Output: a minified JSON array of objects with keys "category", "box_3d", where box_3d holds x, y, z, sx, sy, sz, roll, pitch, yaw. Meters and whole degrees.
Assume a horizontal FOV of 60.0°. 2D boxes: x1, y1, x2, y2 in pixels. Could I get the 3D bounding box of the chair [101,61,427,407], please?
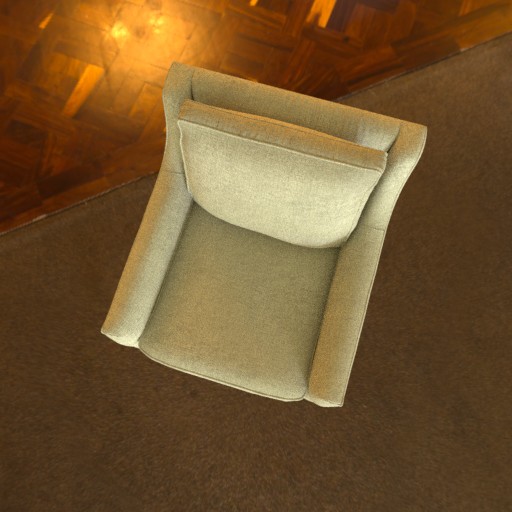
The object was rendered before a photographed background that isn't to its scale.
[{"category":"chair","box_3d":[0.000,0.000,1.590,0.838,0.864,0.918,16,76,4]}]
